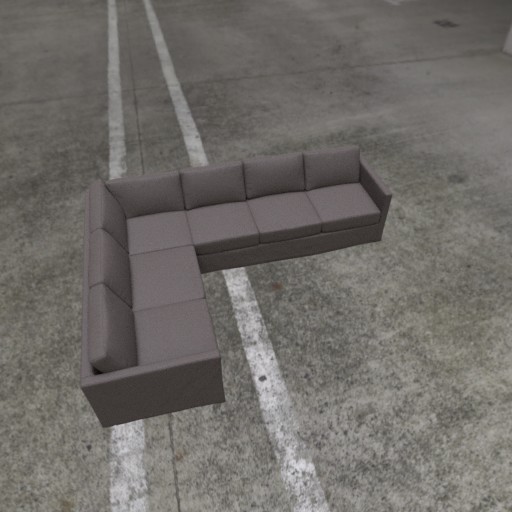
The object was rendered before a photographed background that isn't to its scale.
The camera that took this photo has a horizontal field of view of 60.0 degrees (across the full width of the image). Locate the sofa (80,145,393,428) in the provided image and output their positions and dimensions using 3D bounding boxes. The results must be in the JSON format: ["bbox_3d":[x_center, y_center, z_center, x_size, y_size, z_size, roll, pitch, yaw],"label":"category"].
[{"bbox_3d":[0.000,0.000,4.388,3.182,0.871,2.432,-10,46,-10],"label":"sofa"}]
